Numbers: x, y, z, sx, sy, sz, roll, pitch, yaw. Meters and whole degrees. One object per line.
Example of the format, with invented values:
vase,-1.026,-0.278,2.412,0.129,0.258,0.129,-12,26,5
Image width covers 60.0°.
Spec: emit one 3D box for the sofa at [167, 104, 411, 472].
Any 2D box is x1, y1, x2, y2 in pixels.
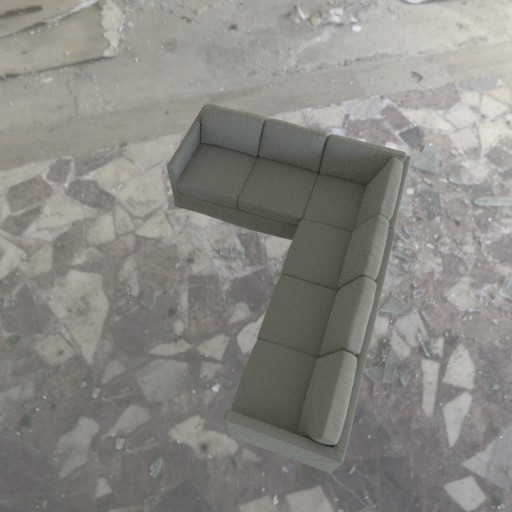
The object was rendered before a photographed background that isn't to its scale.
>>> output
sofa,0.000,0.000,4.359,2.432,0.871,3.182,17,60,10
